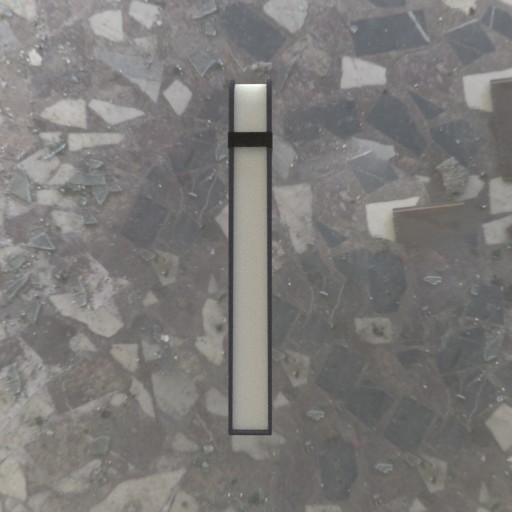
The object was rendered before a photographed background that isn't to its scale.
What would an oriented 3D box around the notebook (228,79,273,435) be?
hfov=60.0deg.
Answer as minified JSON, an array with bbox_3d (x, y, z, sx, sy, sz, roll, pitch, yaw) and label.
[{"bbox_3d":[0.000,0.000,0.260,0.016,0.213,0.127,0,89,1],"label":"notebook"}]
